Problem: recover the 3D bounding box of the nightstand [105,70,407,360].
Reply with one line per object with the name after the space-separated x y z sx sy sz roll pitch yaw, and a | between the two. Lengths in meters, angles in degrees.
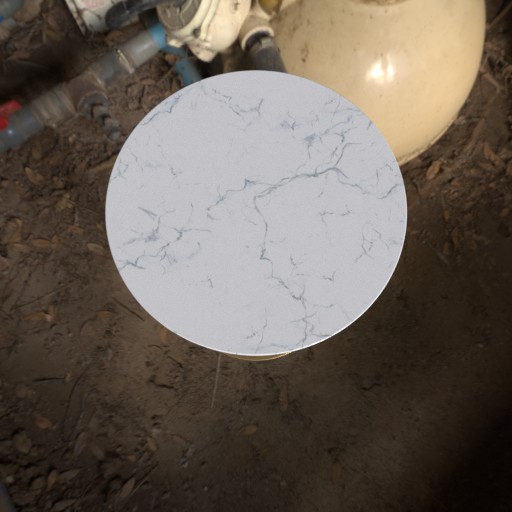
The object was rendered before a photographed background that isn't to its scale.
0.000 0.000 0.885 0.400 0.610 0.400 17 77 4 | nightstand
